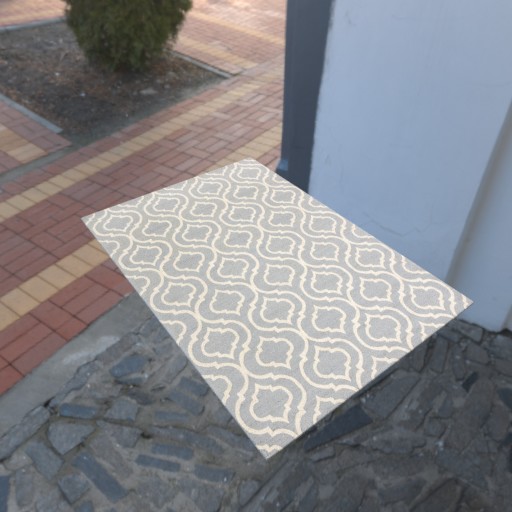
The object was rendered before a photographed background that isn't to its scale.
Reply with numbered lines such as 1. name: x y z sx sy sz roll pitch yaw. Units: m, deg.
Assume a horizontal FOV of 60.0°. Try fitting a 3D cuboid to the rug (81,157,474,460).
1. rug: 0.000 0.000 2.744 1.451 0.010 2.080 -26 47 -27
